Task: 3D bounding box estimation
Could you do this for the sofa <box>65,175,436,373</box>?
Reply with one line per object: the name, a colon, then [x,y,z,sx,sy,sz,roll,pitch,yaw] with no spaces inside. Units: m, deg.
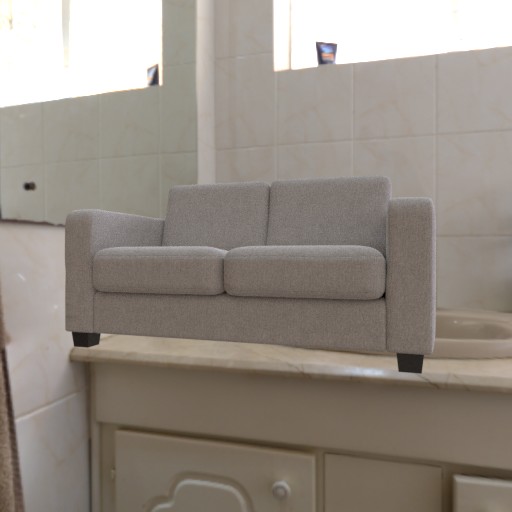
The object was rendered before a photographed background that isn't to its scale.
sofa: [0.000,0.000,2.100,1.540,0.800,0.900,0,0,18]
